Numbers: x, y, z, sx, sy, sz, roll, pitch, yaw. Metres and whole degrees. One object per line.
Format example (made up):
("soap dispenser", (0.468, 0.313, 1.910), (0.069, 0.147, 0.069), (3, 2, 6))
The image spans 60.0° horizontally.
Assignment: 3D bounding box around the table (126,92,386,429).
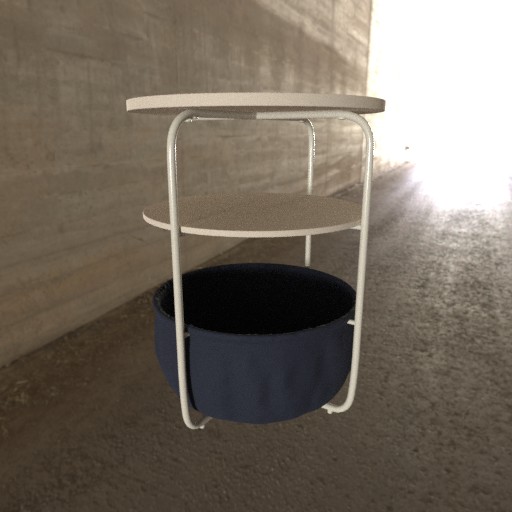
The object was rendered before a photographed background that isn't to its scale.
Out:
("table", (0.000, 0.000, 0.814), (0.418, 0.532, 0.418), (-3, 16, -10))
